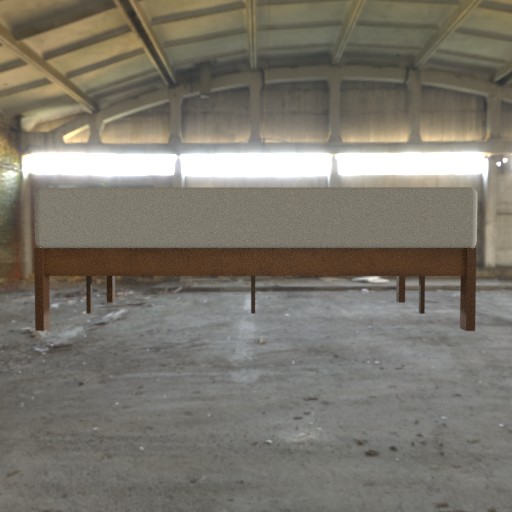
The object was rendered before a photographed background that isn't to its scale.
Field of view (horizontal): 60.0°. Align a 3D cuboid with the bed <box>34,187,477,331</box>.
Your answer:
[{"bbox_3d":[0.000,0.000,2.375,1.902,0.616,0.961,0,2,0],"label":"bed"}]
